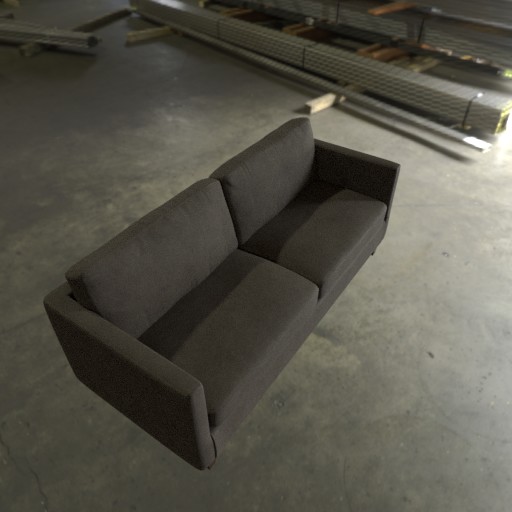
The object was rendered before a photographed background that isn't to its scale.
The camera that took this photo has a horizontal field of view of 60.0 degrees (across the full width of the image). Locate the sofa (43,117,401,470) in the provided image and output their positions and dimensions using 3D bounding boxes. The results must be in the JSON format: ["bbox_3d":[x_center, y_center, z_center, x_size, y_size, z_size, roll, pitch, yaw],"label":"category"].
[{"bbox_3d":[0.000,0.000,2.710,0.951,0.965,2.208,24,46,26],"label":"sofa"}]
